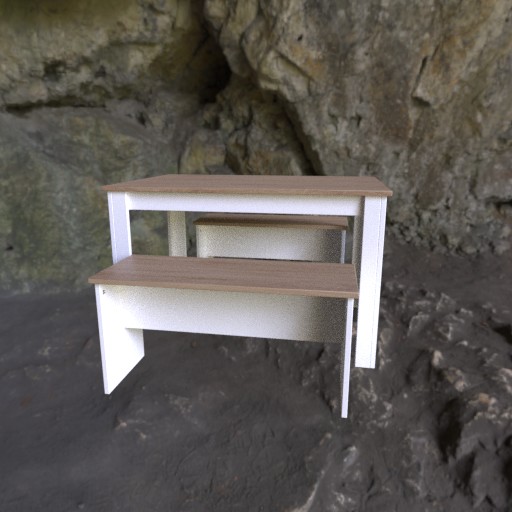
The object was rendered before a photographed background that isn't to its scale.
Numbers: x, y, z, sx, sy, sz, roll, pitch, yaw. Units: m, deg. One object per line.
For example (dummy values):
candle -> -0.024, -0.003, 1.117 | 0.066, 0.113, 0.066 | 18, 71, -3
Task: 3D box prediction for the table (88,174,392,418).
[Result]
table -> 0.000, 0.000, 2.084 | 1.100, 0.700, 1.443 | 2, 14, 10
